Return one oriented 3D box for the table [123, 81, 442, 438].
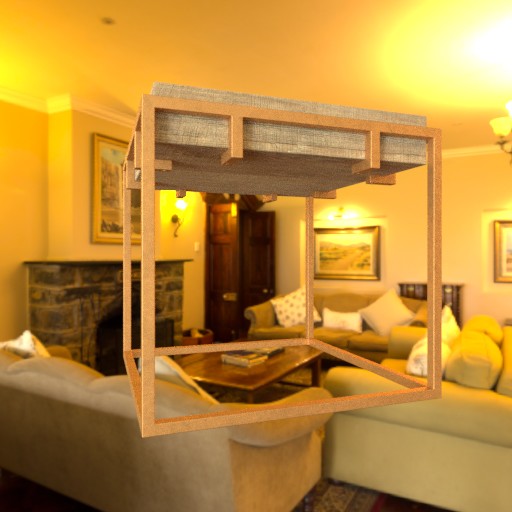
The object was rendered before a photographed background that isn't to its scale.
[{"bbox_3d":[0.000,0.000,1.094,0.599,0.584,0.599,0,0,-19],"label":"table"}]
